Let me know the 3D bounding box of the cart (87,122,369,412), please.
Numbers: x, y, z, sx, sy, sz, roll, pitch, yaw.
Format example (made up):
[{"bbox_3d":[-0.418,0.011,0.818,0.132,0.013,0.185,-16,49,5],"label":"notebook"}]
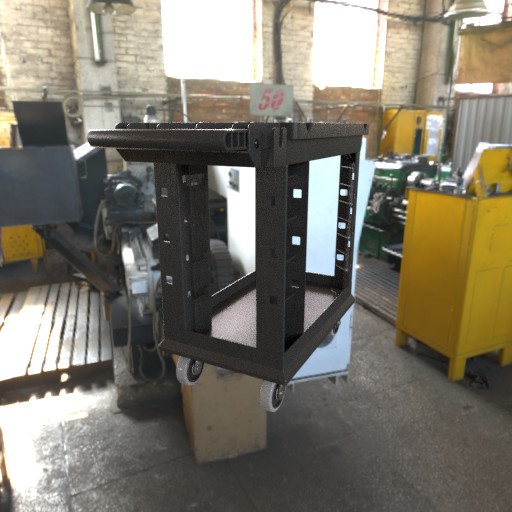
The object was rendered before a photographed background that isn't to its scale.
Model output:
[{"bbox_3d":[0.000,0.000,1.539,0.497,0.884,1.061,8,18,27],"label":"cart"}]
